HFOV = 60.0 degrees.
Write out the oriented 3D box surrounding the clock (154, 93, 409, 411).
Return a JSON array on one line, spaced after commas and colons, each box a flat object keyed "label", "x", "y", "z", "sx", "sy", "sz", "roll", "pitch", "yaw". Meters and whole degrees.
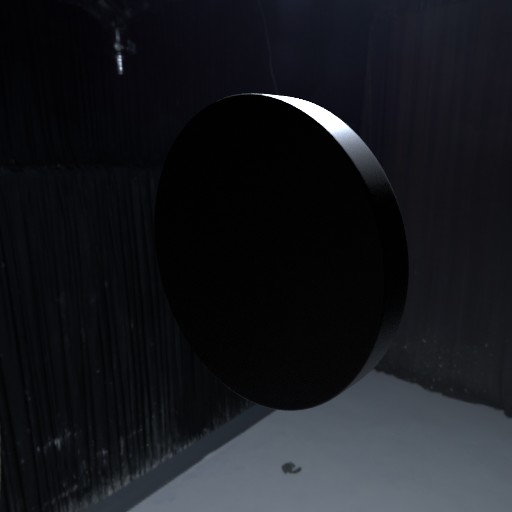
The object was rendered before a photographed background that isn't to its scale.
[{"label": "clock", "x": 0.000, "y": 0.000, "z": 0.458, "sx": 0.314, "sy": 0.314, "sz": 0.040, "roll": 14, "pitch": 20, "yaw": 42}]
